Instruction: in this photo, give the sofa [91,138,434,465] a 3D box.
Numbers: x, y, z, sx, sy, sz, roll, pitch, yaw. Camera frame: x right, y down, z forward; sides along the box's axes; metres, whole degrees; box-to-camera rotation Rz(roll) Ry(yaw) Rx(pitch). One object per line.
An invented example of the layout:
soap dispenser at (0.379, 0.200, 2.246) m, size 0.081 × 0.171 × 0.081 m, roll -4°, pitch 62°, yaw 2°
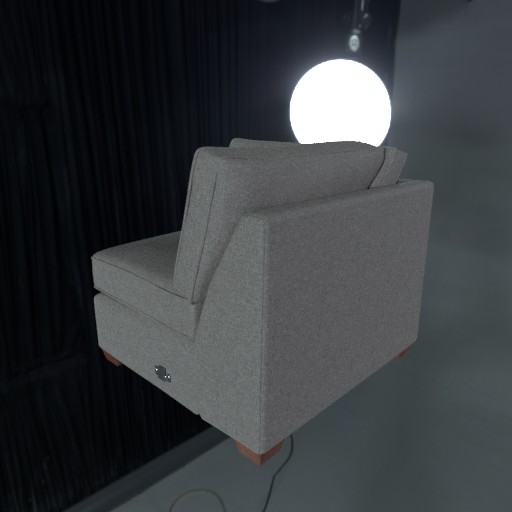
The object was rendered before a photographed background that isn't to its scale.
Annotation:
sofa at (0.000, 0.000, 1.975) m, size 1.084 × 1.002 × 1.146 m, roll 15°, pitch 22°, yaw 42°
